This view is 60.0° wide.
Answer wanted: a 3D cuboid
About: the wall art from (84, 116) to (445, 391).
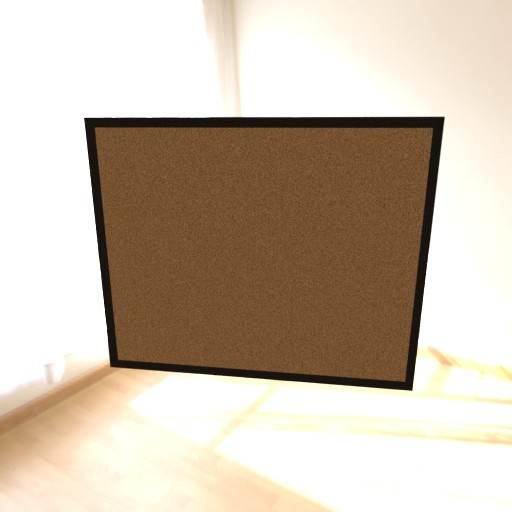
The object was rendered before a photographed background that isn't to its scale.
[{"bbox_3d":[0.000,0.000,0.543,0.397,0.325,0.028,2,17,8],"label":"wall art"}]
